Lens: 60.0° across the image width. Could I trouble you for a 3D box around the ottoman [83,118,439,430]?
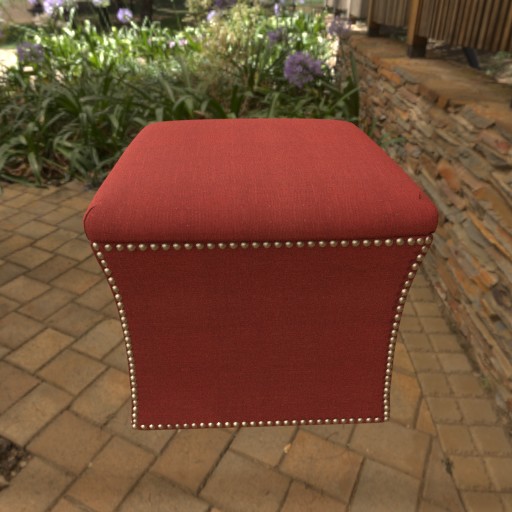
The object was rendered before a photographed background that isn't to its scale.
[{"bbox_3d":[0.000,0.000,0.900,0.507,0.475,0.497,-1,30,-2],"label":"ottoman"}]
